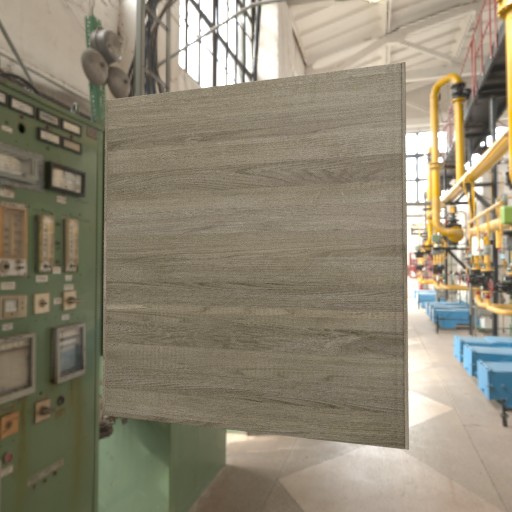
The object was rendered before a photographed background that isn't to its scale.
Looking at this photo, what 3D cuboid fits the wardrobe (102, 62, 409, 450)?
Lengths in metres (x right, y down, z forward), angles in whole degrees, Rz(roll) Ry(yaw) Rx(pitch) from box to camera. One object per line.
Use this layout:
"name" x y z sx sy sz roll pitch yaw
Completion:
"wardrobe" 0.000 0.000 2.788 1.780 1.960 0.629 0 -2 17
